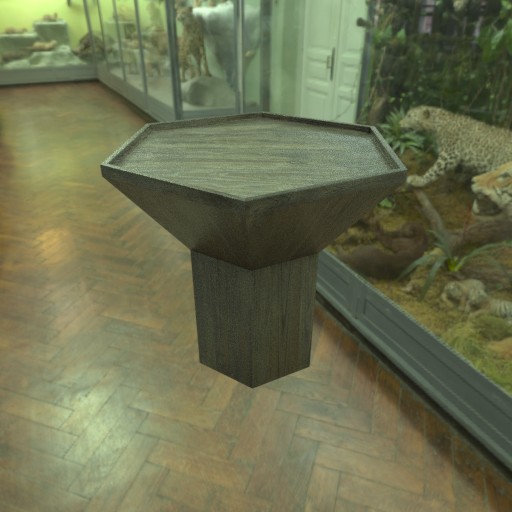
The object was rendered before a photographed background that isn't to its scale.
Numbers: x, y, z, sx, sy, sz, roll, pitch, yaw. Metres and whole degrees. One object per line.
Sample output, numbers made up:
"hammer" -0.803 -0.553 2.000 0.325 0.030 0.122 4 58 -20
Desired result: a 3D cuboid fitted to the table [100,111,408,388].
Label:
"table" 0.000 0.000 1.144 0.683 0.586 0.592 18 34 28
